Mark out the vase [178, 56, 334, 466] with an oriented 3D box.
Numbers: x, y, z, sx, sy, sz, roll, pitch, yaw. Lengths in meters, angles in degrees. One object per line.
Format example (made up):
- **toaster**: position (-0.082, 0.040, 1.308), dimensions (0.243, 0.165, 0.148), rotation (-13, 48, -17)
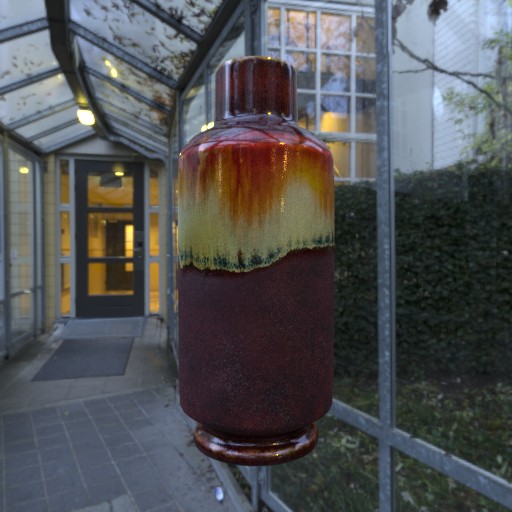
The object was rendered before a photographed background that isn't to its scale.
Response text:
- **vase**: position (0.000, 0.000, 0.318), dimensions (0.111, 0.261, 0.111), rotation (0, 1, 0)
